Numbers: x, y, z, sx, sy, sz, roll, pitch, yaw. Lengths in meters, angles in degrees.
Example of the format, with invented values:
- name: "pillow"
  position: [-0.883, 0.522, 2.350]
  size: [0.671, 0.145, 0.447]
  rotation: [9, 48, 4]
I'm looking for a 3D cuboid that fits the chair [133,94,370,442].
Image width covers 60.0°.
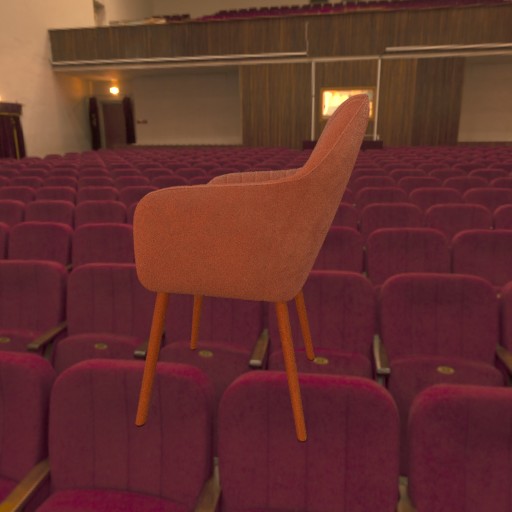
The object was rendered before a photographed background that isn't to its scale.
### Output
- name: "chair"
  position: [0.000, 0.000, 1.259]
  size: [0.570, 0.832, 0.610]
  rotation: [2, 14, 9]
